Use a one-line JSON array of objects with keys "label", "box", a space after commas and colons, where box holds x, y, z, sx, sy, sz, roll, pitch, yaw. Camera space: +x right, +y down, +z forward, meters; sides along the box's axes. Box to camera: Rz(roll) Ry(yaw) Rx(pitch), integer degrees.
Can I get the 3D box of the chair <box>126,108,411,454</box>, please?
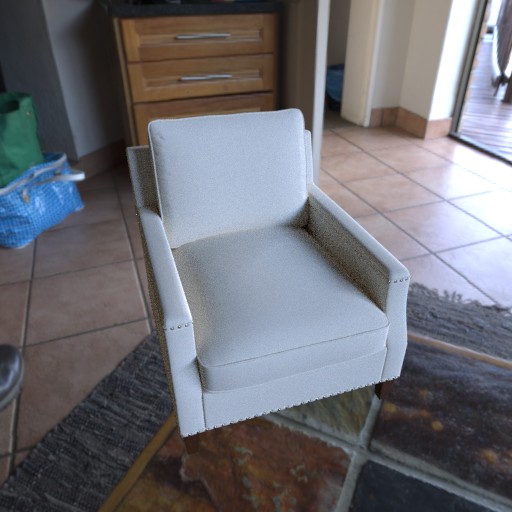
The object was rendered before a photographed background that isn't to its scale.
[{"label": "chair", "box": [0.000, 0.000, 1.775, 0.853, 0.943, 1.014, -10, 34, -15]}]
